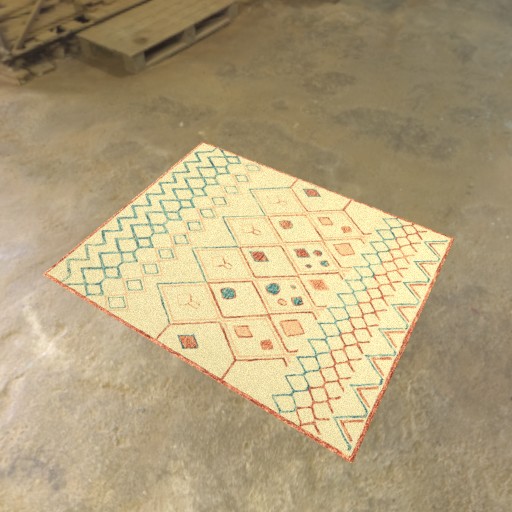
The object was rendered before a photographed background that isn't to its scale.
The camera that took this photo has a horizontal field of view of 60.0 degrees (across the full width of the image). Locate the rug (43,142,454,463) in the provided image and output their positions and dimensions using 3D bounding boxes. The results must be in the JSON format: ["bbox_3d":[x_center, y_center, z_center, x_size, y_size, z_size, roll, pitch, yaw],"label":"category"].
[{"bbox_3d":[0.000,0.000,4.178,3.050,0.016,2.441,25,54,20],"label":"rug"}]
